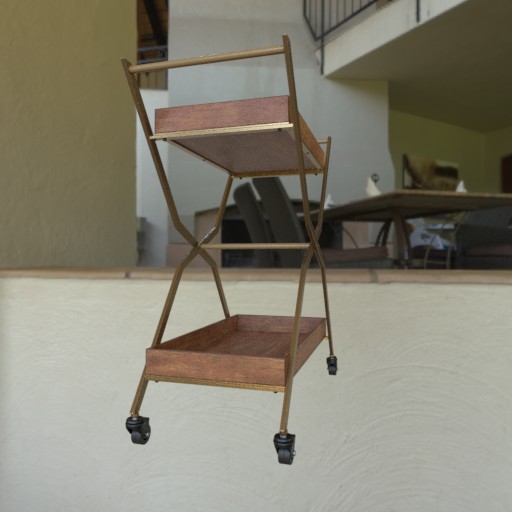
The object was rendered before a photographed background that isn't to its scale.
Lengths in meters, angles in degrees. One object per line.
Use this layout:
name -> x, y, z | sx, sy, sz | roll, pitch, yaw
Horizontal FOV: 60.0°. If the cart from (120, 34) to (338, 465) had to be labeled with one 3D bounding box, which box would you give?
cart -> 0.000, 0.000, 1.321 | 0.405, 0.869, 0.836 | 0, 0, 17
